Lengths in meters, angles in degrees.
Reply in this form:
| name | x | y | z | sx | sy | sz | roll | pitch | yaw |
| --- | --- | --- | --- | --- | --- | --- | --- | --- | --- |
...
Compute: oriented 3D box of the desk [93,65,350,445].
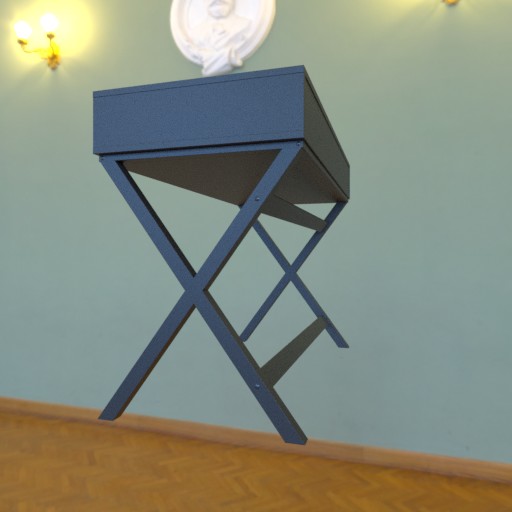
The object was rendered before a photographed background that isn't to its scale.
| name | x | y | z | sx | sy | sz | roll | pitch | yaw |
| --- | --- | --- | --- | --- | --- | --- | --- | --- | --- |
| desk | 0.000 | 0.000 | 1.482 | 0.525 | 0.780 | 1.057 | 0 | 0 | 17 |
